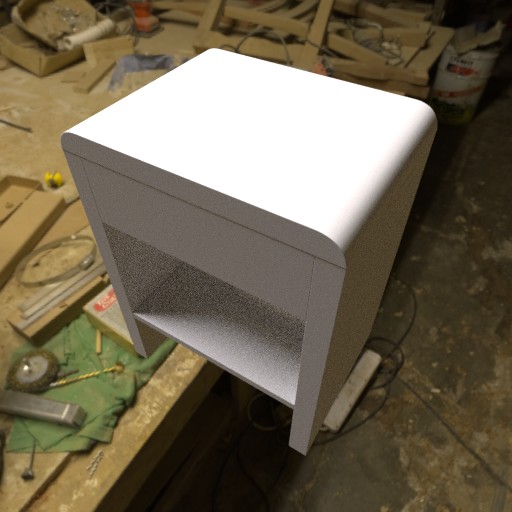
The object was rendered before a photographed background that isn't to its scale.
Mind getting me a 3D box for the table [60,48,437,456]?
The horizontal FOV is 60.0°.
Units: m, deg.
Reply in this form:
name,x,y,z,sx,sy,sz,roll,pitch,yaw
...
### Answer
name,x,y,z,sx,sy,sz,roll,pitch,yaw
table,0.000,0.000,0.852,0.450,0.590,0.350,24,51,21
